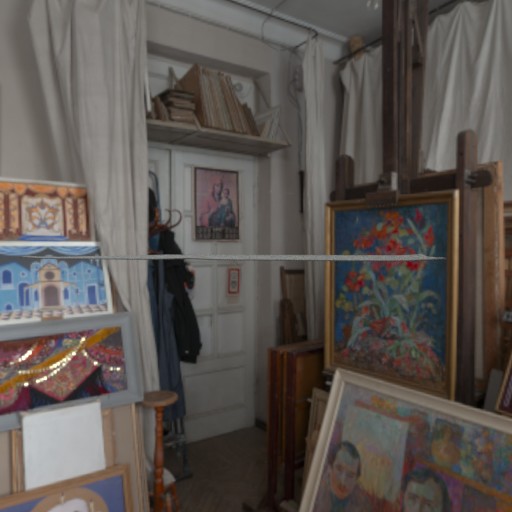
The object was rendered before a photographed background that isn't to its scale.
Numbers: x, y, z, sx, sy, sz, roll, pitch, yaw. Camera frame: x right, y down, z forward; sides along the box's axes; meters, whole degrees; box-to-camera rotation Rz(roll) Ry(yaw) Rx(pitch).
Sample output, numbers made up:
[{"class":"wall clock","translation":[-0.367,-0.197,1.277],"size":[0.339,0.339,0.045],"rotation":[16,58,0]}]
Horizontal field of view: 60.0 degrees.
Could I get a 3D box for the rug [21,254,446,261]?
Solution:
[{"class":"rug","translation":[0.000,0.000,3.950],"size":[2.925,0.026,2.343],"rotation":[0,1,18]}]
